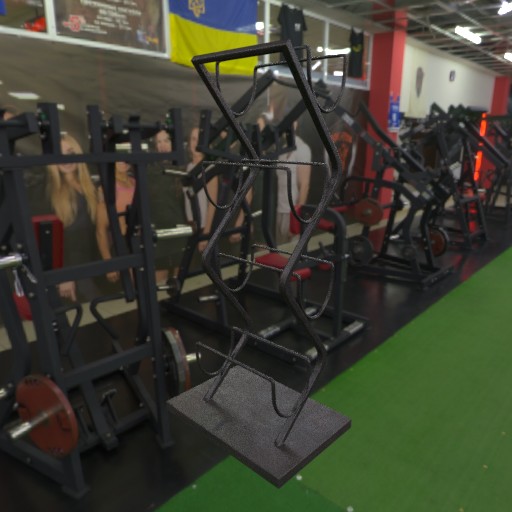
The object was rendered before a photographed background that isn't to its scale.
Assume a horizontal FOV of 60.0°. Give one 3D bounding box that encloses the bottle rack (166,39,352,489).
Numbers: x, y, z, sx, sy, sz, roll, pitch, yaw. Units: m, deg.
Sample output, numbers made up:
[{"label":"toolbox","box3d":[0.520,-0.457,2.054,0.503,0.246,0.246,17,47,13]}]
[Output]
[{"label":"bottle rack","box3d":[0.000,0.000,0.659,0.254,0.559,0.178,14,21,42]}]
